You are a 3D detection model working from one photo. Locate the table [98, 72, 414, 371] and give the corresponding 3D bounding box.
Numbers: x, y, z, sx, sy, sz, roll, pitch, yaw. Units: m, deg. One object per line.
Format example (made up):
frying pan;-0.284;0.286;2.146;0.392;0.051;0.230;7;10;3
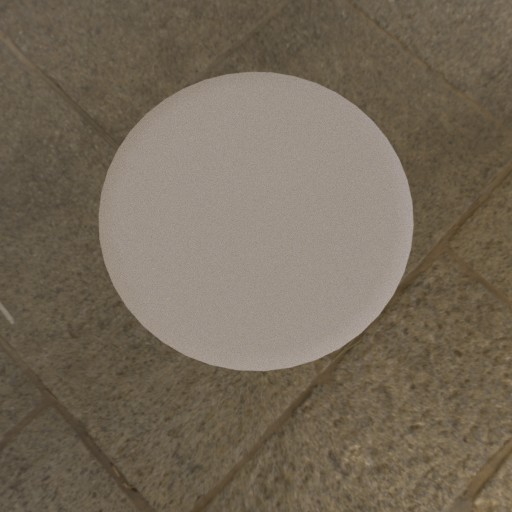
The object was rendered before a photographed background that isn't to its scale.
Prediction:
table;0.000;0.000;1.040;0.513;0.653;0.513;0;76;0
